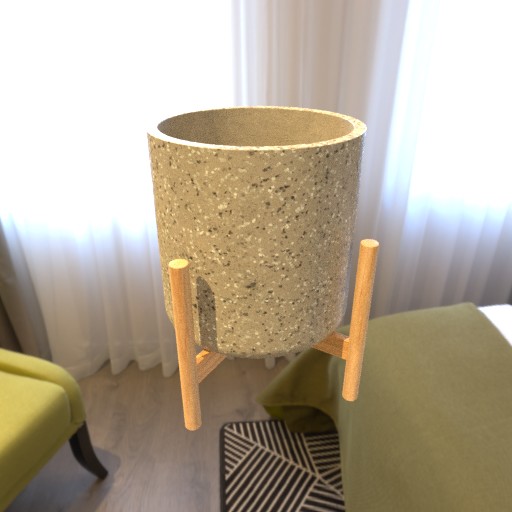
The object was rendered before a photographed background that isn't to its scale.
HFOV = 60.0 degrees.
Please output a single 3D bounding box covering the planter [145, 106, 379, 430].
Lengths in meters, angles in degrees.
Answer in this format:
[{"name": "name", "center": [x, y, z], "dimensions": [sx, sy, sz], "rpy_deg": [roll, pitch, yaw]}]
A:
[{"name": "planter", "center": [0.000, 0.000, 0.718], "dimensions": [0.360, 0.419, 0.360], "rpy_deg": [-18, 32, -31]}]
